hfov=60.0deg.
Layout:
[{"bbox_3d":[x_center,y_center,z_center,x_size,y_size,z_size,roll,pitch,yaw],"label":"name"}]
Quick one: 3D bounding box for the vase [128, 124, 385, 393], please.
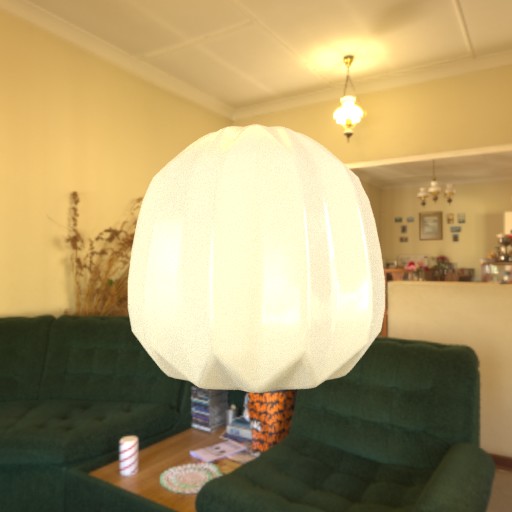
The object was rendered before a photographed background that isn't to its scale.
[{"bbox_3d":[0.000,0.000,0.248,0.139,0.134,0.139,0,-1,0],"label":"vase"}]
